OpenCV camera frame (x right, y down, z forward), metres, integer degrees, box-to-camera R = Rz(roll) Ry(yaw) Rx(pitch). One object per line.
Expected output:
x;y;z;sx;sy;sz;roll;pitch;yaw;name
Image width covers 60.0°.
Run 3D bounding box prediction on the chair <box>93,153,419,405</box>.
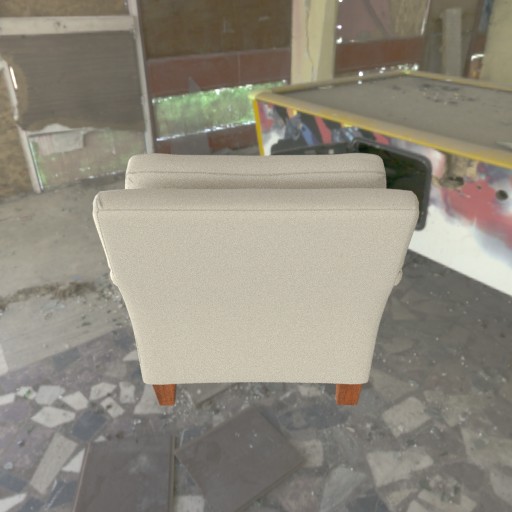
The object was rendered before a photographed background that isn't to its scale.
0.000;0.000;1.851;0.955;1.038;1.070;0;30;0;chair
